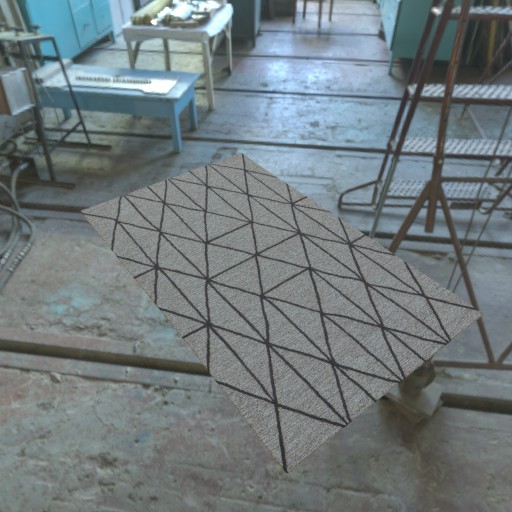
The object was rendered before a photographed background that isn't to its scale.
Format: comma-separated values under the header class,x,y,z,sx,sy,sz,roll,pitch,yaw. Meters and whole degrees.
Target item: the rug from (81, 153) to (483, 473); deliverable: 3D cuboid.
class,x,y,z,sx,sy,sz,roll,pitch,yaw
rug,0.000,0.000,3.022,1.526,0.008,2.465,-27,48,-27
